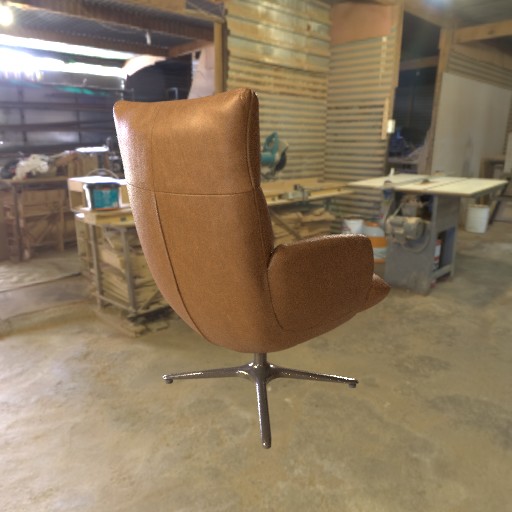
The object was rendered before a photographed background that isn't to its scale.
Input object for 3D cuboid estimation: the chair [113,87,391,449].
[{"bbox_3d":[0.000,0.000,1.552,0.711,1.027,0.794,15,21,43],"label":"chair"}]
